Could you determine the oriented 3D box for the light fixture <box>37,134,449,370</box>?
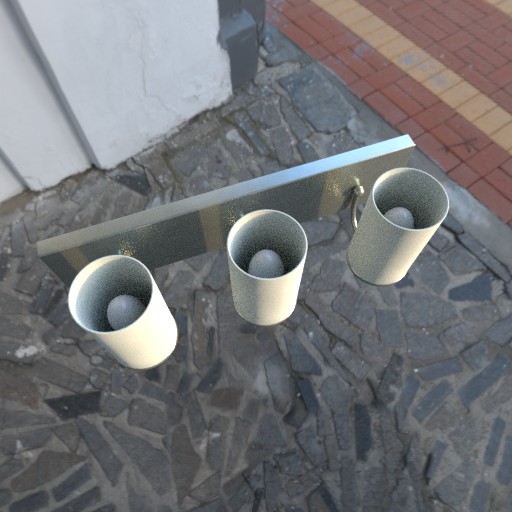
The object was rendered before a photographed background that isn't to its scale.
[{"bbox_3d":[0.000,0.000,0.525,0.451,0.172,0.145,-18,64,-9],"label":"light fixture"}]
